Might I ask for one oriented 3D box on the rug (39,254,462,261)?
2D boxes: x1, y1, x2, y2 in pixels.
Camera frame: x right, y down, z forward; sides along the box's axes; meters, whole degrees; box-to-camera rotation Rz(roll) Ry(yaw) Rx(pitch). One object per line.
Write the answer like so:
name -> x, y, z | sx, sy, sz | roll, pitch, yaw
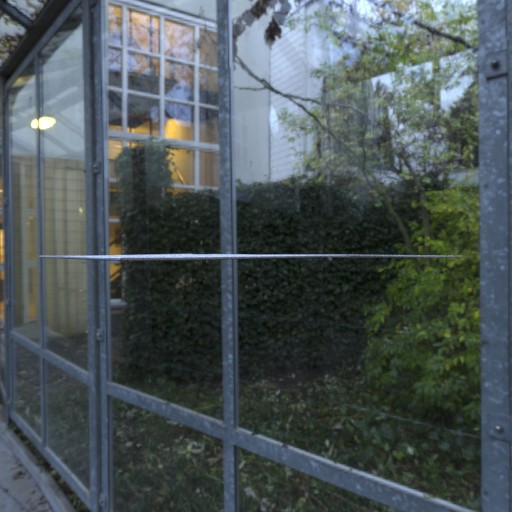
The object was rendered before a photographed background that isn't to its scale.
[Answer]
rug -> 0.000, 0.000, 2.224 | 1.789, 0.021, 1.159 | 0, 0, -36
